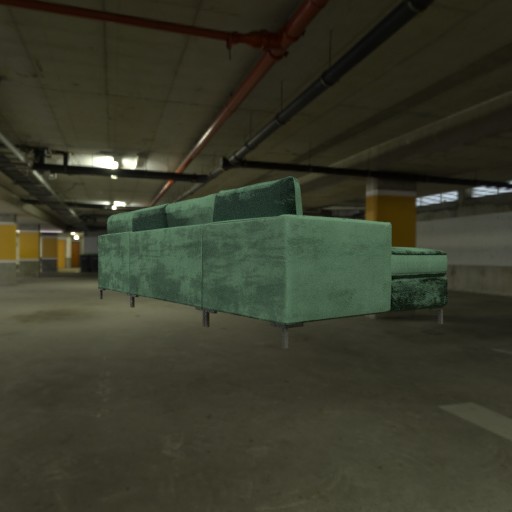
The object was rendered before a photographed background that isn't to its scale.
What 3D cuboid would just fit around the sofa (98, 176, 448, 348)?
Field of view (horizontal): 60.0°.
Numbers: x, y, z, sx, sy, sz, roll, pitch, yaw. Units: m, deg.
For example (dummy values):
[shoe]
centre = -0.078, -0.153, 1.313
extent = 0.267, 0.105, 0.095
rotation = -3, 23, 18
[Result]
[sofa]
centre = 0.000, 0.000, 4.341
extent = 2.055, 0.992, 3.434
rotation = 0, 0, -36
